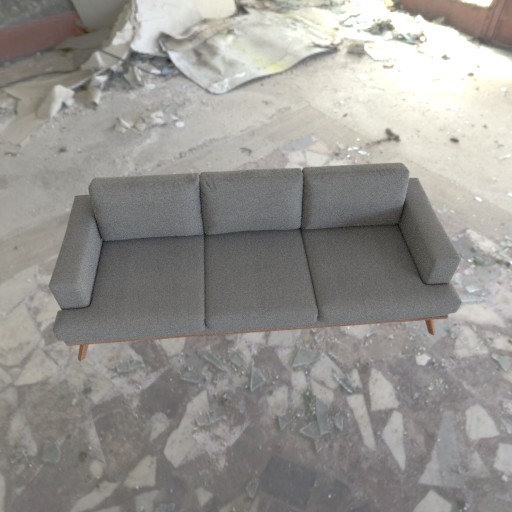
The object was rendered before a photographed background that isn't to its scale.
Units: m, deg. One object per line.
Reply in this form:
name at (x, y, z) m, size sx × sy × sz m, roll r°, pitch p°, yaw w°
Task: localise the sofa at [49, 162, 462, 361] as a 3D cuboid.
sofa at (0.000, 0.000, 2.762) m, size 2.310 × 0.810 × 0.920 m, roll -4°, pitch 48°, yaw -3°
